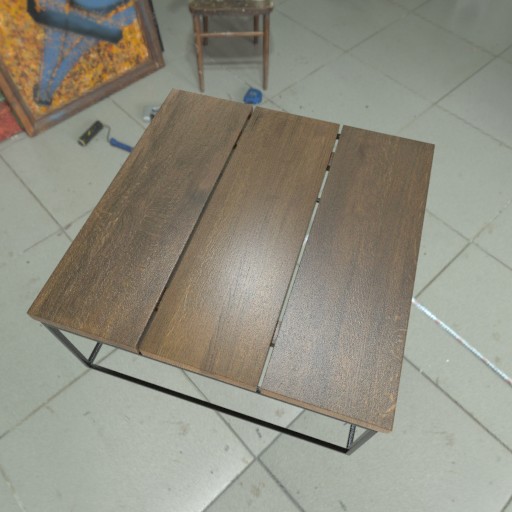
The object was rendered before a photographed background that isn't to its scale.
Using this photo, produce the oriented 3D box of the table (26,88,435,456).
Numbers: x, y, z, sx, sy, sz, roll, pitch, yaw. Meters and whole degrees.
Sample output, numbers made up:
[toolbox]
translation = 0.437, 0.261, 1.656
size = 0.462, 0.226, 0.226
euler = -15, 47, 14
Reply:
[table]
translation = 0.000, 0.000, 1.415
size = 0.900, 0.400, 0.900
euler = 15, 59, 9
